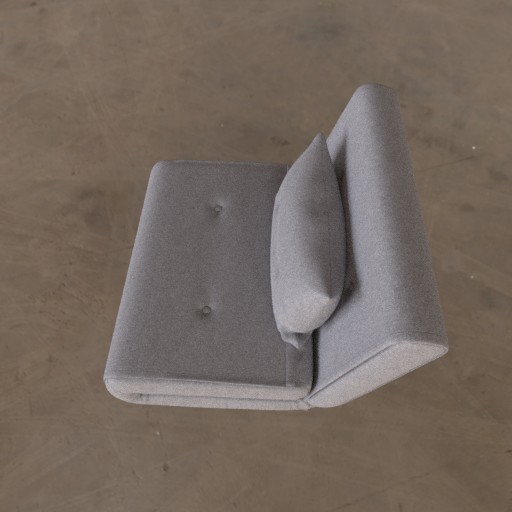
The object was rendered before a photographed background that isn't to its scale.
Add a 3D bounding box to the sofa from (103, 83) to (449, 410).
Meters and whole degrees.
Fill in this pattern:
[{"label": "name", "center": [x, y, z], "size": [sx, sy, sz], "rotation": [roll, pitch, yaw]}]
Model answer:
[{"label": "sofa", "center": [0.000, 0.000, 1.673], "size": [1.000, 0.825, 1.020], "rotation": [2, 57, 1]}]
